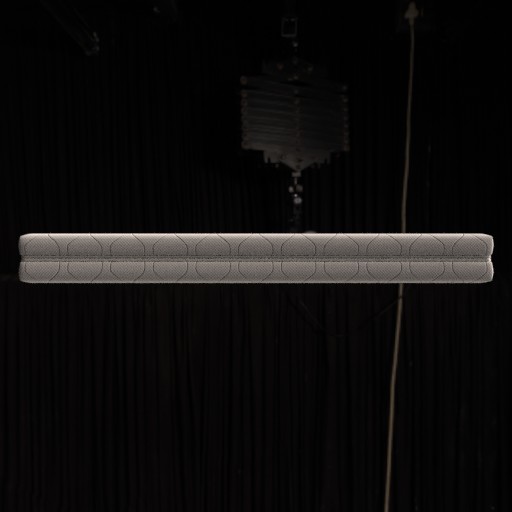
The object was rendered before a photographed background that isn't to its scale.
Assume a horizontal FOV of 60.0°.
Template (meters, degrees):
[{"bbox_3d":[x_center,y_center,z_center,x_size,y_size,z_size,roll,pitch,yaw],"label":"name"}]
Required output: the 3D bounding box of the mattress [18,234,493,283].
[{"bbox_3d":[0.000,0.000,2.466,1.900,0.200,1.400,0,1,0],"label":"mattress"}]
